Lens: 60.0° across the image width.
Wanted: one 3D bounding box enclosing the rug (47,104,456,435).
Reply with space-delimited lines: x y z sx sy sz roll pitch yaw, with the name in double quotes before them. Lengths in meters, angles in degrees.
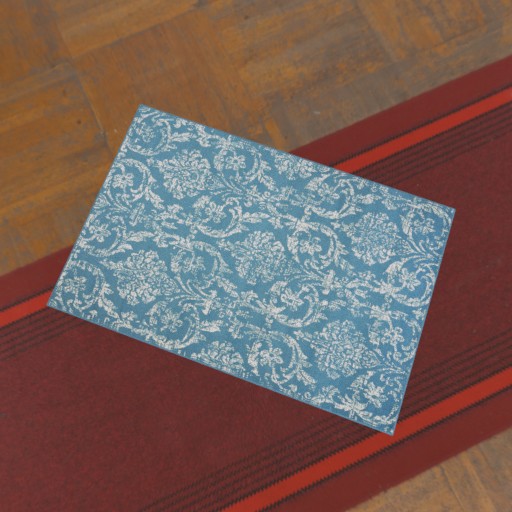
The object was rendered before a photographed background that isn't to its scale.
"rug" 0.000 0.000 3.467 2.746 0.018 1.816 20 78 4
